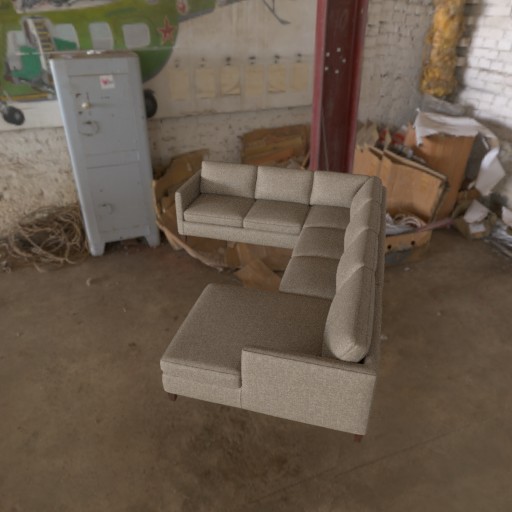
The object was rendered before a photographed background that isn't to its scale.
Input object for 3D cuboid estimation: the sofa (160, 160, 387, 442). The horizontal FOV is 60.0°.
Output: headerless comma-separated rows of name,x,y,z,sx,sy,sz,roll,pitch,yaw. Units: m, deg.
sofa,0.000,0.000,4.611,2.551,0.889,3.403,8,32,13
